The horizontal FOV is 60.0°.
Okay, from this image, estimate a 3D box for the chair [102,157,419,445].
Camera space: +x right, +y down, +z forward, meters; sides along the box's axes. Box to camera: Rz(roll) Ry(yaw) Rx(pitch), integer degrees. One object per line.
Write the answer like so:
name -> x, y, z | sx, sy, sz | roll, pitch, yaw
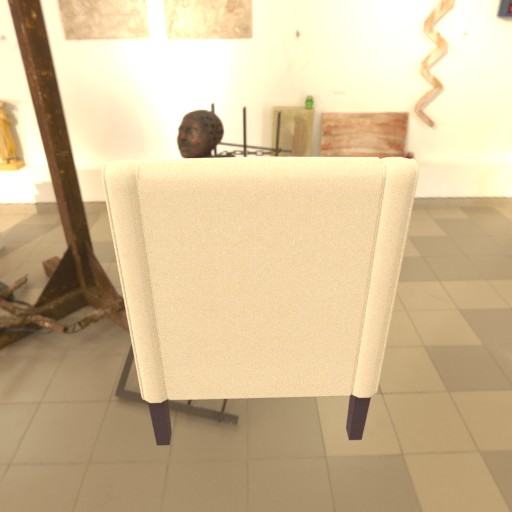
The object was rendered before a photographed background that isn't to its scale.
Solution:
chair -> 0.000, 0.000, 1.473 | 0.689, 0.886, 0.806 | -1, 30, -2
